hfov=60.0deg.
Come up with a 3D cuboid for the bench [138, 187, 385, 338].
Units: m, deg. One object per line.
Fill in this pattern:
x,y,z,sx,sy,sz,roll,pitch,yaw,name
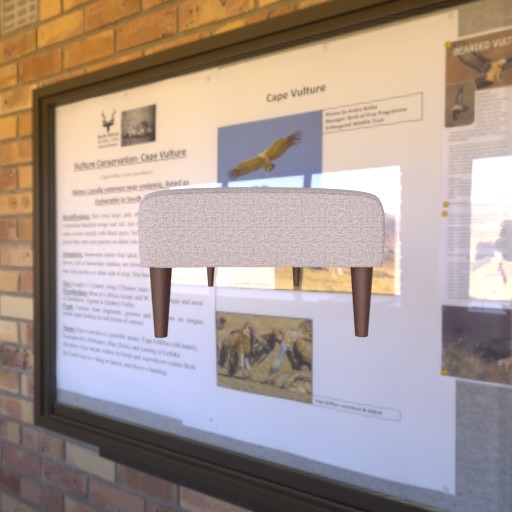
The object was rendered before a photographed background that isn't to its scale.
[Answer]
0.000,0.000,1.865,0.631,0.383,1.598,0,1,-1,bench
